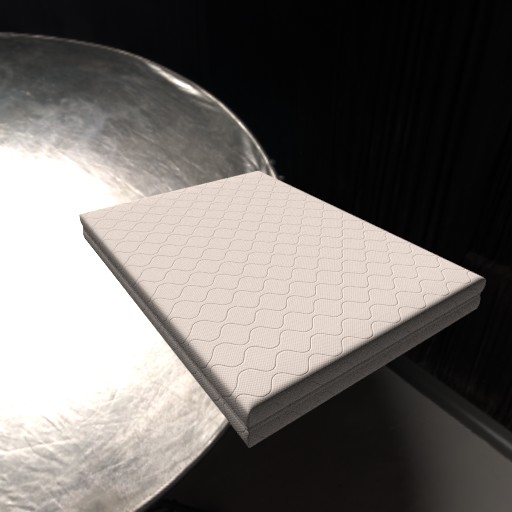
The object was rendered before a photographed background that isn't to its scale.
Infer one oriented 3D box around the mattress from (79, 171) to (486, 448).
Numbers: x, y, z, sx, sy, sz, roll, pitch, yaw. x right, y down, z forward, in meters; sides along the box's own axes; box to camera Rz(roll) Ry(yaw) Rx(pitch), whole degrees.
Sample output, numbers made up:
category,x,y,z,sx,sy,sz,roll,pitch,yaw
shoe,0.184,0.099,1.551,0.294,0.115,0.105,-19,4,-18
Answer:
category,x,y,z,sx,sy,sz,roll,pitch,yaw
mattress,0.000,0.000,2.506,1.400,0.200,1.900,-20,36,-30
